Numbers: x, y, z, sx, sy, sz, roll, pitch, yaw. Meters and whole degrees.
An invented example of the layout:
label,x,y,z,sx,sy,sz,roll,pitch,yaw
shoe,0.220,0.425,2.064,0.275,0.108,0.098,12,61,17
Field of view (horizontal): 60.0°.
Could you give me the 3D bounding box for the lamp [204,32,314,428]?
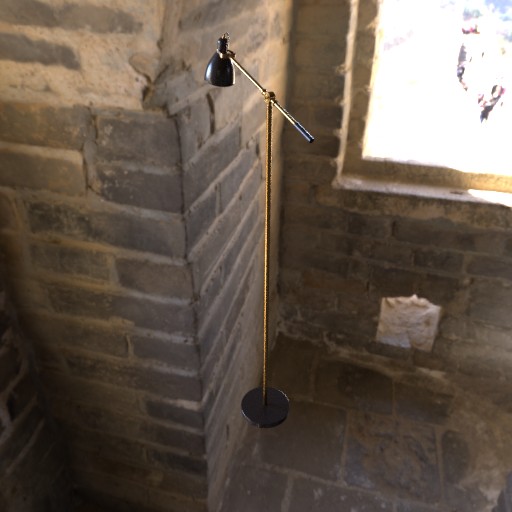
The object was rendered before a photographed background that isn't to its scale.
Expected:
label,x,y,z,sx,sy,sz,roll,pitch,yaw
lamp,0.000,0.000,1.822,0.235,1.628,0.618,-18,34,-28
